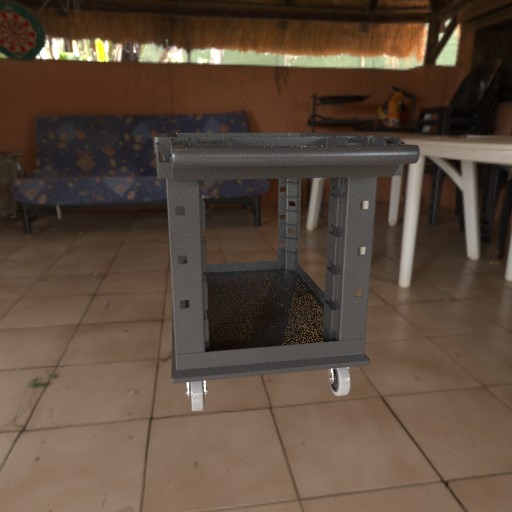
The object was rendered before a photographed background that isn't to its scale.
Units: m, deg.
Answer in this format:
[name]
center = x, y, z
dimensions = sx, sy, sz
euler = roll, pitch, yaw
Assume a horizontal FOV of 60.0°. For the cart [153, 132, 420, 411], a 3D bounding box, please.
[cart]
center = 0.000, 0.000, 1.673
dimensions = 0.674, 0.884, 1.239
euler = -3, 16, -10
